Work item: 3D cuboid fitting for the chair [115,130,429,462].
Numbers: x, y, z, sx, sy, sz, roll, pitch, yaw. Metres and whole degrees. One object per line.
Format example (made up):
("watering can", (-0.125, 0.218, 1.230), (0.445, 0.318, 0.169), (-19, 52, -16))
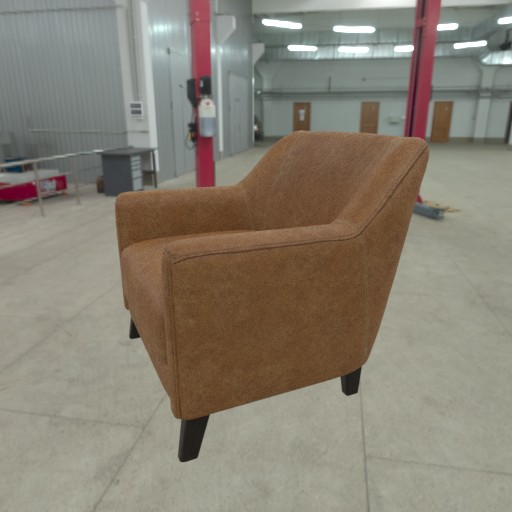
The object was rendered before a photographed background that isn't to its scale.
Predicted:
("chair", (0.000, 0.000, 1.846), (1.034, 0.980, 1.037), (-8, 19, -24))
